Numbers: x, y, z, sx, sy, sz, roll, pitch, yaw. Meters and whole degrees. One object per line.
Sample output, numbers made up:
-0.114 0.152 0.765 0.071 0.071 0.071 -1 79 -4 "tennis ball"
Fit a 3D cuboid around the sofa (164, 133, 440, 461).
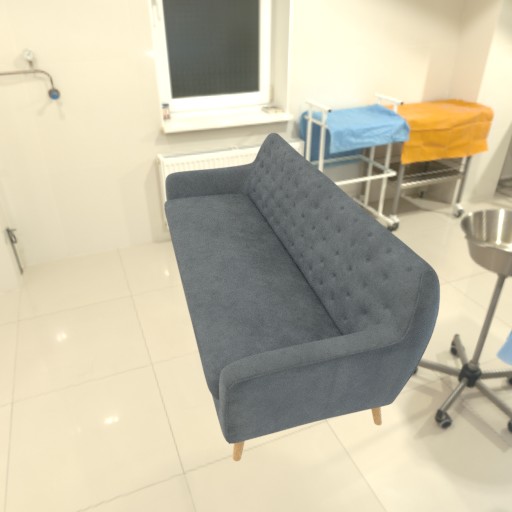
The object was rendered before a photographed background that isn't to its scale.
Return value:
0.000 0.000 2.409 0.841 0.832 1.975 -8 32 -13 "sofa"
